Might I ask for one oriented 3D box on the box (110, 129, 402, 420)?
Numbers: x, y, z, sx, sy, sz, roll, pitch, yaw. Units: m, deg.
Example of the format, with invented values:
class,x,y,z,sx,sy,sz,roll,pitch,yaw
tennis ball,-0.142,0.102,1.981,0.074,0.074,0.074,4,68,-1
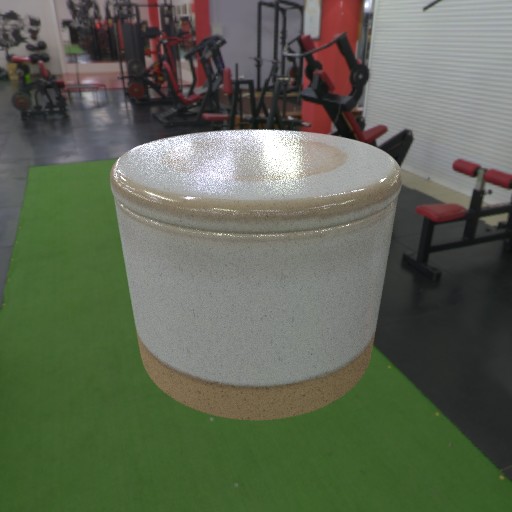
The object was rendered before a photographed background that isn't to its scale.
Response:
class,x,y,z,sx,sy,sz,roll,pitch,yaw
box,0.000,0.000,0.268,0.154,0.123,0.154,0,27,0
